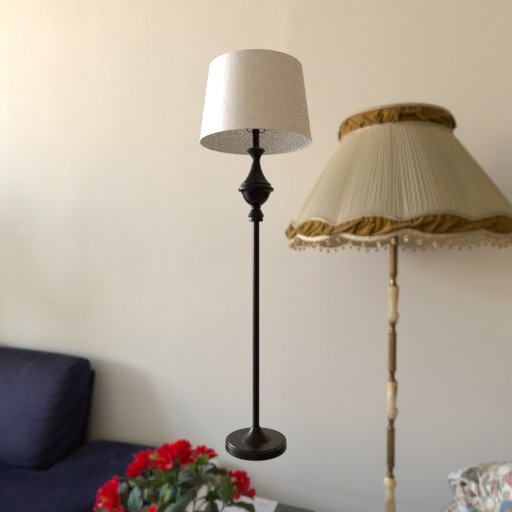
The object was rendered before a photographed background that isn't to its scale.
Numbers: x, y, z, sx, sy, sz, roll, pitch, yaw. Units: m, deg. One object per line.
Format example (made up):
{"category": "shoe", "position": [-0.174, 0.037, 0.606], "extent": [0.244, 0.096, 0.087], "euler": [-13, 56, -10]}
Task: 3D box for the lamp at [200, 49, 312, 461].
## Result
{"category": "lamp", "position": [0.000, 0.000, 1.713], "extent": [0.431, 1.484, 0.431], "euler": [0, 1, 0]}
